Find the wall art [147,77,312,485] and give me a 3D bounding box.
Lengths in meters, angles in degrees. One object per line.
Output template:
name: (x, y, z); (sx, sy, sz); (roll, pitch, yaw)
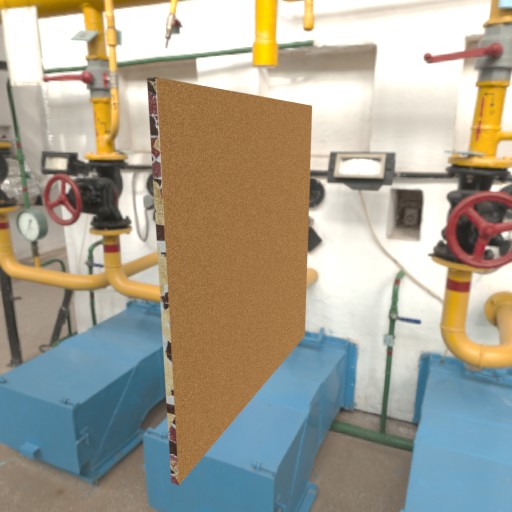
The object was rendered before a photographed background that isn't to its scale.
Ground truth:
wall art: (0.000, 0.000, 0.597); (0.010, 0.406, 0.404); (7, 17, 24)
